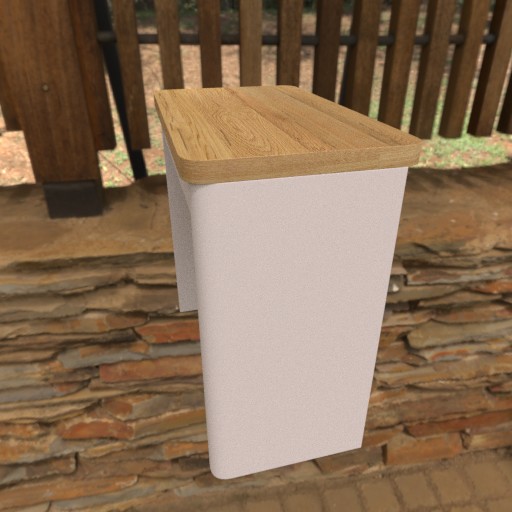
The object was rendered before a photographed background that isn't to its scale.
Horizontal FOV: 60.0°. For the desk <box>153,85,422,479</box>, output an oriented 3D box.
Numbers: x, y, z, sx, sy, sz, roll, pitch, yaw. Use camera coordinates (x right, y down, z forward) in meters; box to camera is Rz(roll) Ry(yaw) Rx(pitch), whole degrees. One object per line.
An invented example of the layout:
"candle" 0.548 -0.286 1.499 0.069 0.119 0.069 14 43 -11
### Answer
"desk" 0.000 0.000 1.241 0.440 0.790 0.760 -7 29 -13
